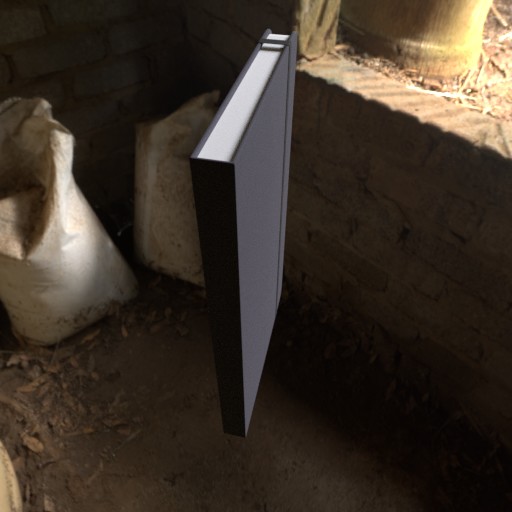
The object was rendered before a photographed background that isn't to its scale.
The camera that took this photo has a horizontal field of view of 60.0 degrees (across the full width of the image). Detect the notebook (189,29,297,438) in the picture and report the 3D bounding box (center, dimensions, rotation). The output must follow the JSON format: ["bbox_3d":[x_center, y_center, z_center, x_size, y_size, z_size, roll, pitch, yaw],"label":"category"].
[{"bbox_3d":[0.000,0.000,0.260,0.016,0.213,0.127,9,46,9],"label":"notebook"}]
